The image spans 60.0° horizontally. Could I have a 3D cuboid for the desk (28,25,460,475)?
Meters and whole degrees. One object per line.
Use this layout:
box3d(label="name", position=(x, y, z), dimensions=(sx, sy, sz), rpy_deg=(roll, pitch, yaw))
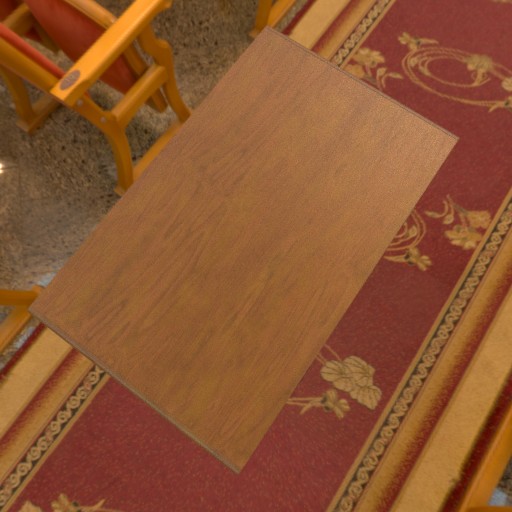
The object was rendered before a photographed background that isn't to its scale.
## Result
box3d(label="desk", position=(0.000, 0.000, 1.536), dimensions=(0.660, 0.754, 1.066), rpy_deg=(34, 78, 9))
